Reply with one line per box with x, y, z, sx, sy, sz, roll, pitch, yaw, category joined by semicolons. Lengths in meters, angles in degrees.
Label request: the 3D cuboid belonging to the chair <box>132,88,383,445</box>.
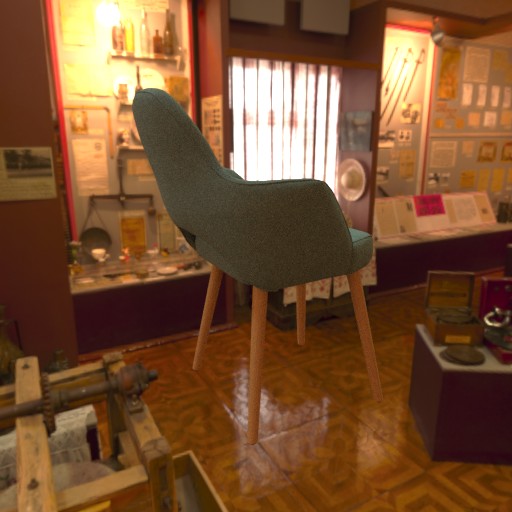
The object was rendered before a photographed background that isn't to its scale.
0.000;0.000;1.339;0.666;0.920;0.589;-7;16;-26;chair
